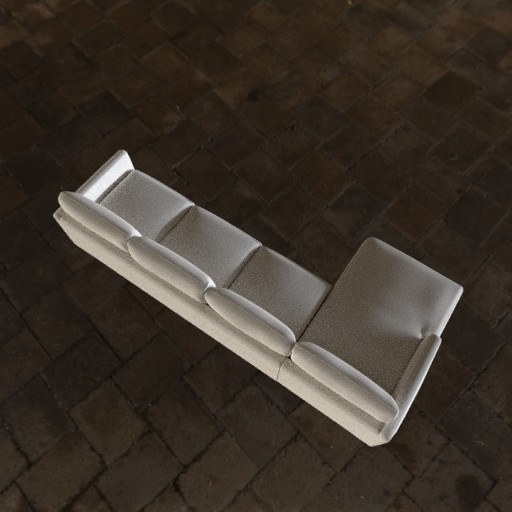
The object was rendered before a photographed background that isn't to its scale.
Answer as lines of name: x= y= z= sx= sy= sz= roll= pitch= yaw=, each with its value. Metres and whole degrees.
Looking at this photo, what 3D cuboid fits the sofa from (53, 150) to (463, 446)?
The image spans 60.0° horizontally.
sofa: x=0.000 y=0.000 z=3.761 sx=3.186 sy=0.875 sz=1.467 roll=31 pitch=68 yaw=14
